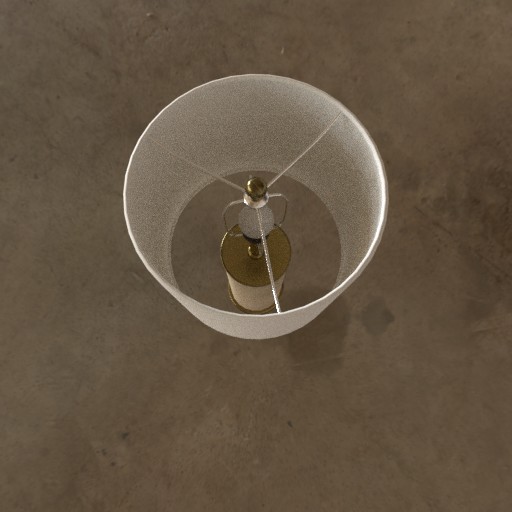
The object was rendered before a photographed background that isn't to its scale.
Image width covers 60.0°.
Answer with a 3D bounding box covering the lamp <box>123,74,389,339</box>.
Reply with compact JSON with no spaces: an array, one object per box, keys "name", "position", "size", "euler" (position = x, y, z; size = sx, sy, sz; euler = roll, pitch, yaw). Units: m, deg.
[{"name":"lamp","position":[0.000,0.000,0.804],"size":[0.305,0.634,0.305],"euler":[-11,75,-3]}]
